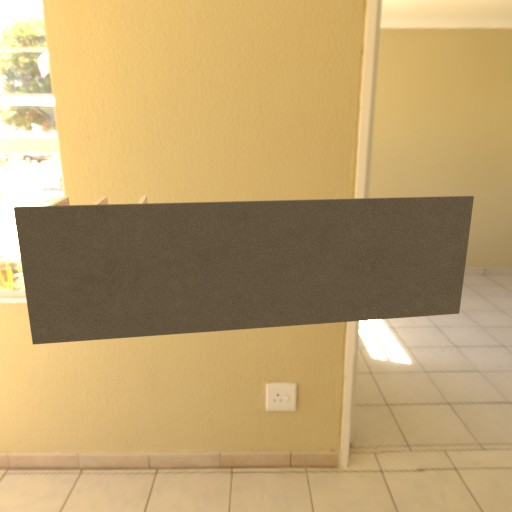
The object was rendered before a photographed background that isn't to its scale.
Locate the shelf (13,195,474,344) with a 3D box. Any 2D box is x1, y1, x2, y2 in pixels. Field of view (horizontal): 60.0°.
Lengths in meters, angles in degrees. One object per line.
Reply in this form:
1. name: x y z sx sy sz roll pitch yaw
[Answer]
1. shelf: 0.000 0.000 1.104 1.020 0.300 0.200 -3 15 -10
